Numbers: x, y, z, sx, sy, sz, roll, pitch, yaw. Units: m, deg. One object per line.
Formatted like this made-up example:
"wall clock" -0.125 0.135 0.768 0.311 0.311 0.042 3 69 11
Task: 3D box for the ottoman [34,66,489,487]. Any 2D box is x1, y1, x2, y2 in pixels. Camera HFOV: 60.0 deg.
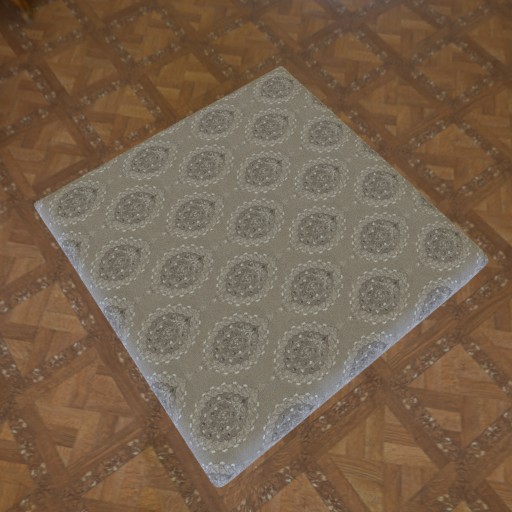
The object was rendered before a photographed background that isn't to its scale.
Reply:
"ottoman" 0.000 0.000 1.335 0.890 0.411 0.889 -35 69 -15
